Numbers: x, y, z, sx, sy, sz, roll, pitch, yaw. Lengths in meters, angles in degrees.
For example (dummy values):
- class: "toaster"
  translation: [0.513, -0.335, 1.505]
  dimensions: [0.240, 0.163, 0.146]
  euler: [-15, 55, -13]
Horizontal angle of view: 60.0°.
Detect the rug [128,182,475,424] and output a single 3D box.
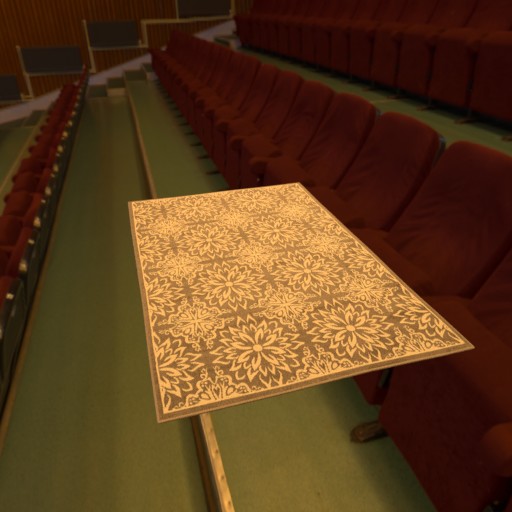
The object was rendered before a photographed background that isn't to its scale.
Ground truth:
- class: "rug"
  translation: [0.000, 0.000, 2.334]
  dimensions: [1.224, 0.012, 1.847]
  euler: [-9, 32, -14]
